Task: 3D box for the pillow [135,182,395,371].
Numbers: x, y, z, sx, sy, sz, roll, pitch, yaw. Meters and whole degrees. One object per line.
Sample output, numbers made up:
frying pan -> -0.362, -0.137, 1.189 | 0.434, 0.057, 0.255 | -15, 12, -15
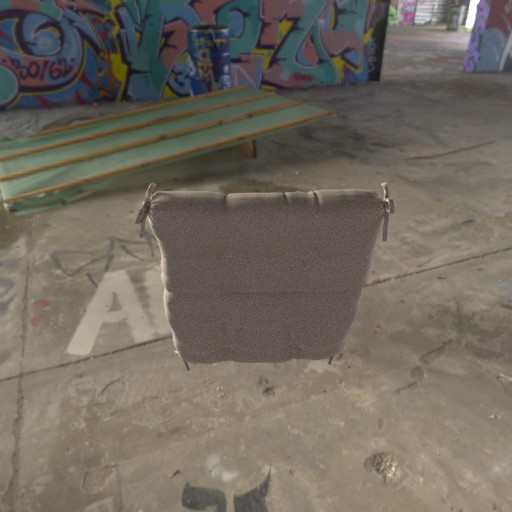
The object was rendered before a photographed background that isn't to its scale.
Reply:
pillow -> 0.000, 0.000, 1.471 | 0.526, 0.863, 1.016 | -1, 31, -2
